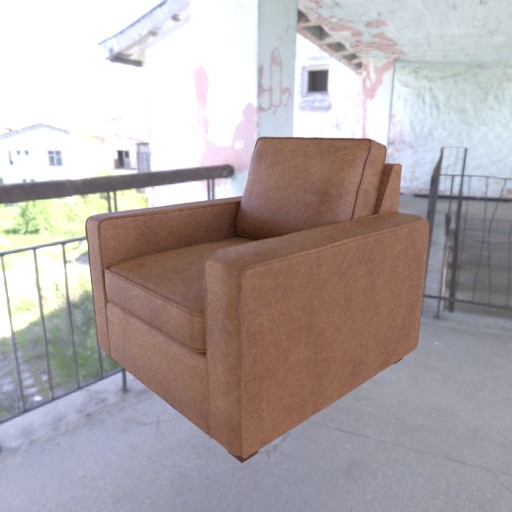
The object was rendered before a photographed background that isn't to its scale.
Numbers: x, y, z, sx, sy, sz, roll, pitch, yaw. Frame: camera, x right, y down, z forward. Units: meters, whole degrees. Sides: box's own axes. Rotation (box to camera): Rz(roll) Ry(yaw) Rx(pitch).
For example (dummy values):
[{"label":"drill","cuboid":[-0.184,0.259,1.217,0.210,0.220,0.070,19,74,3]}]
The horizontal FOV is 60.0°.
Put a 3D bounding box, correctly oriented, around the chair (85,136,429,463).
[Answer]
[{"label":"chair","cuboid":[0.000,0.000,1.745,0.987,0.901,1.027,15,21,42]}]
